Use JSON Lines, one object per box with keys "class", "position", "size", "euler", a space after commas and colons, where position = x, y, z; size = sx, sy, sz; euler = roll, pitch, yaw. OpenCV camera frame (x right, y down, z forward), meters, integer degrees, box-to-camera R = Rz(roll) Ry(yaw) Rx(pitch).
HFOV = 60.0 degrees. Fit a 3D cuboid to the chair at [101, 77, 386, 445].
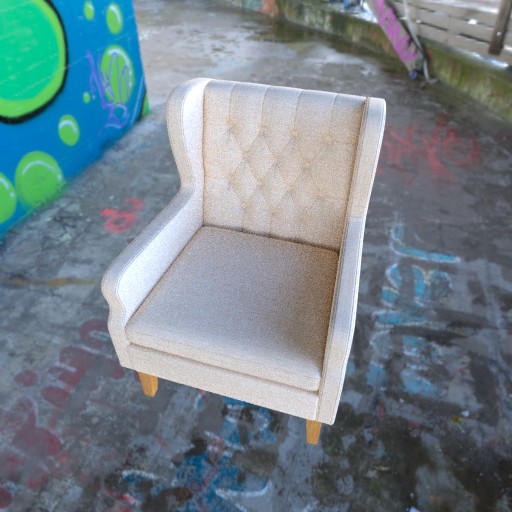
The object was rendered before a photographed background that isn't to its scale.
{"class": "chair", "position": [0.000, 0.000, 1.483], "size": [0.710, 0.930, 0.760], "euler": [12, 43, 13]}
